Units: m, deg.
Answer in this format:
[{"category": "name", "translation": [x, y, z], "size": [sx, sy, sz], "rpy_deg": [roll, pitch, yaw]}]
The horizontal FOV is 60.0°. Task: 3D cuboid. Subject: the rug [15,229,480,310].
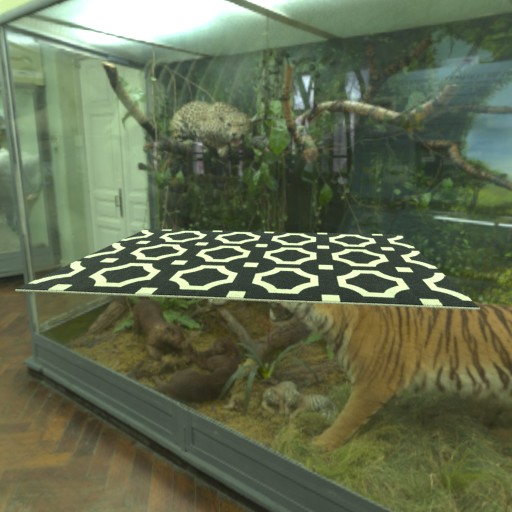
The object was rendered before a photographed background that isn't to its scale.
[{"category": "rug", "translation": [0.000, 0.000, 4.065], "size": [3.049, 0.021, 2.466], "rpy_deg": [2, 13, 7]}]
